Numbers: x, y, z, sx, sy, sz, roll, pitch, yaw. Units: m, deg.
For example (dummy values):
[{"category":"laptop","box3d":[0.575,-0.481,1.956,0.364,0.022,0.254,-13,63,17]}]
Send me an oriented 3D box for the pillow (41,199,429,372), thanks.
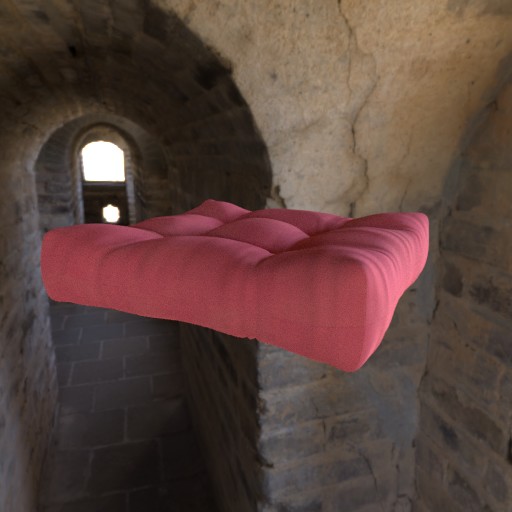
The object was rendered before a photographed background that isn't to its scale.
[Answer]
[{"category":"pillow","box3d":[0.000,0.000,0.727,0.490,0.128,0.468,7,15,26]}]
